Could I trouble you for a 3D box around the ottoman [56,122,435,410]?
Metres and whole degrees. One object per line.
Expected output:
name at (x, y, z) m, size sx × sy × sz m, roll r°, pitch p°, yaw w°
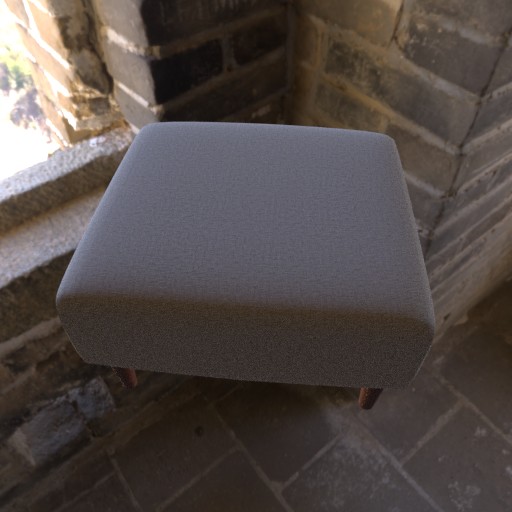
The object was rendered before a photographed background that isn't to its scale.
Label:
ottoman at (0.000, 0.000, 1.063) m, size 0.655 × 0.399 × 0.648 m, roll 4°, pitch 46°, yaw 4°
